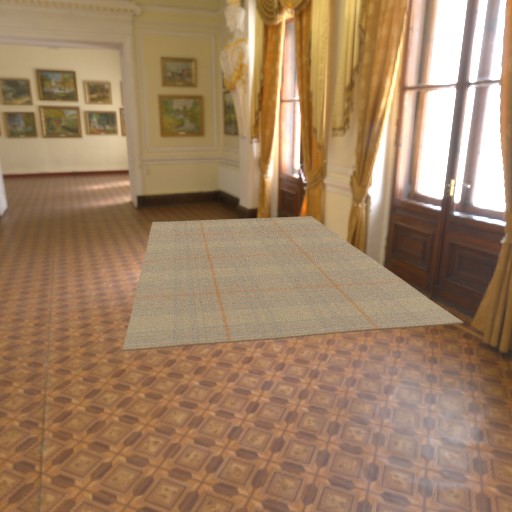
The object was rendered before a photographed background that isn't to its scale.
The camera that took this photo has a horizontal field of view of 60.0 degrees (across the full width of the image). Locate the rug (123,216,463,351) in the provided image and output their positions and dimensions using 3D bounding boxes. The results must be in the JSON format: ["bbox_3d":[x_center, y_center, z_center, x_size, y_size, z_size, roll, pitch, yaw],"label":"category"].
[{"bbox_3d":[0.000,0.000,3.075,1.527,0.016,2.442,-3,17,-9],"label":"rug"}]
